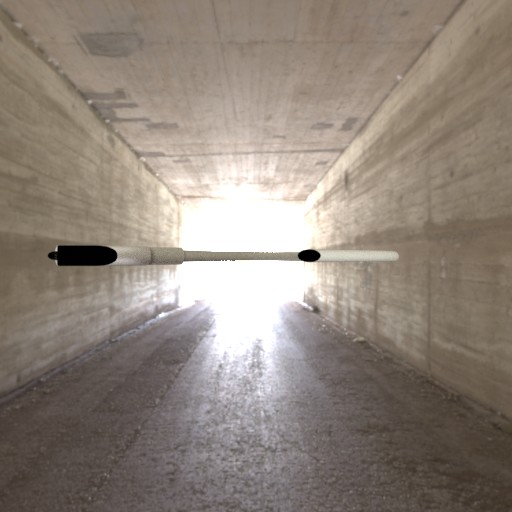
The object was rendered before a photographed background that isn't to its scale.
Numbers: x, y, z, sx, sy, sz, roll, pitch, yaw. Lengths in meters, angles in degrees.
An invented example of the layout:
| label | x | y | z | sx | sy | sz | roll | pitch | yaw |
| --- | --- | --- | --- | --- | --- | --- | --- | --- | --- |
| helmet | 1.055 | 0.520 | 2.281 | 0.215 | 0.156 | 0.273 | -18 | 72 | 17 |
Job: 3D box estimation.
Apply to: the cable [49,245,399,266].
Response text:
| label | x | y | z | sx | sy | sz | roll | pitch | yaw |
| --- | --- | --- | --- | --- | --- | --- | --- | --- | --- |
| cable | 0.000 | 0.000 | 0.111 | 0.098 | 0.005 | 0.041 | 0 | 0 | -37 |
